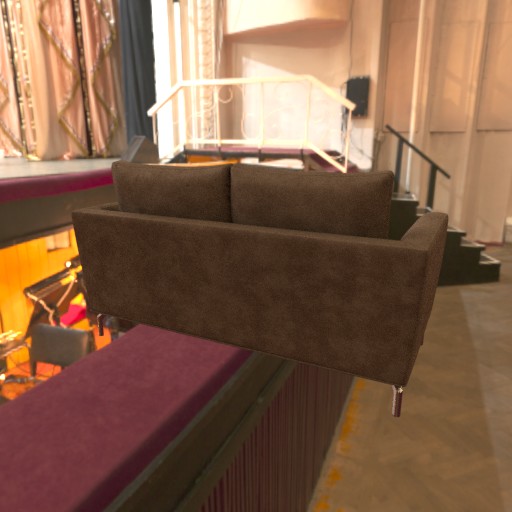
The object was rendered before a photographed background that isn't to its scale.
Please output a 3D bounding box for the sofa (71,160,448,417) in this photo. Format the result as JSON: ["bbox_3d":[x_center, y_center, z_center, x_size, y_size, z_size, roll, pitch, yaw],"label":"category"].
[{"bbox_3d":[0.000,0.000,2.408,1.832,1.013,0.855,8,18,26],"label":"sofa"}]
